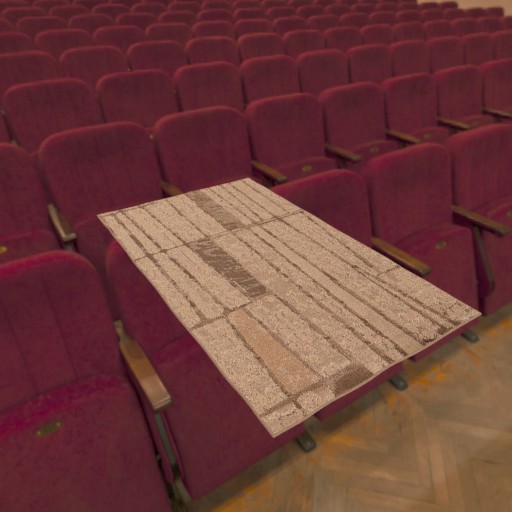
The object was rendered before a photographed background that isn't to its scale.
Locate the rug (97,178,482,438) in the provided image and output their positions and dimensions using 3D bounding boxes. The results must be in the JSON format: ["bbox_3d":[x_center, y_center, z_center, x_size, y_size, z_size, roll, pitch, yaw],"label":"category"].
[{"bbox_3d":[0.000,0.000,1.073,0.515,0.007,0.867,-19,37,-28],"label":"rug"}]
